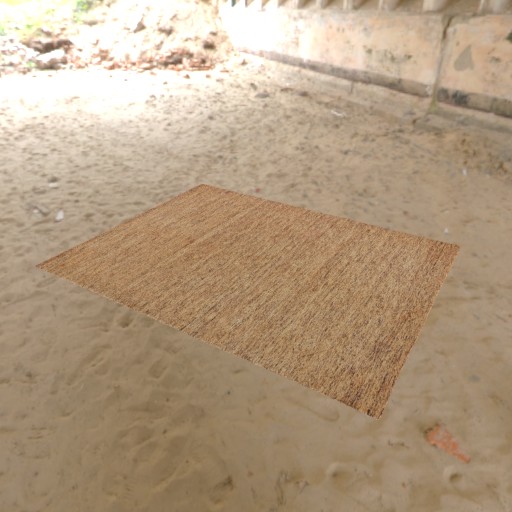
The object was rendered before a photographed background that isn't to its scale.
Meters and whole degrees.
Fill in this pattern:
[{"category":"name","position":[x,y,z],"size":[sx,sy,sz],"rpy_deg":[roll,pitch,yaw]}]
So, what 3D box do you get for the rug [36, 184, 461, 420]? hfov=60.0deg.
[{"category":"rug","position":[0.000,0.000,4.178],"size":[3.200,0.012,2.438],"rpy_deg":[17,34,27]}]
